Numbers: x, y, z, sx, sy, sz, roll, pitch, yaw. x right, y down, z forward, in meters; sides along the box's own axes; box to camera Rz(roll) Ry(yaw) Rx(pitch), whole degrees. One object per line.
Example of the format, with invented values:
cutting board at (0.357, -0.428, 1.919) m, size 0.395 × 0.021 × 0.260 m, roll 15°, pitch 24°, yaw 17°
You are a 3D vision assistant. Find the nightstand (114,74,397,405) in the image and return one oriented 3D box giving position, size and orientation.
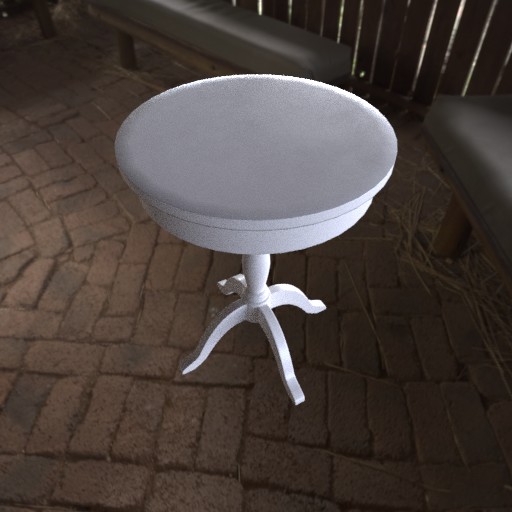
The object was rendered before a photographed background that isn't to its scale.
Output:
nightstand at (0.000, 0.000, 1.051) m, size 0.513 × 0.653 × 0.513 m, roll -14°, pitch 46°, yaw -14°
